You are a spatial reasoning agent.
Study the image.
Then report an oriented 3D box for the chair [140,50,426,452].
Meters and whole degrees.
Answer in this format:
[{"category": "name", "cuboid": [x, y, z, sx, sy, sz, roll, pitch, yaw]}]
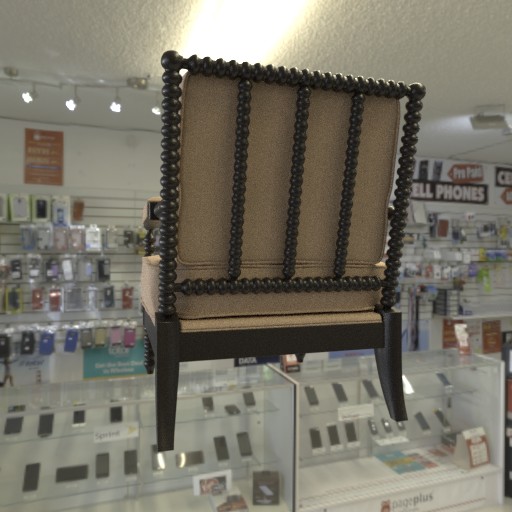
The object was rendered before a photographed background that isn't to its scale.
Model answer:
[{"category": "chair", "cuboid": [0.000, 0.000, 1.117, 0.555, 0.703, 0.657, 0, 0, -17]}]
